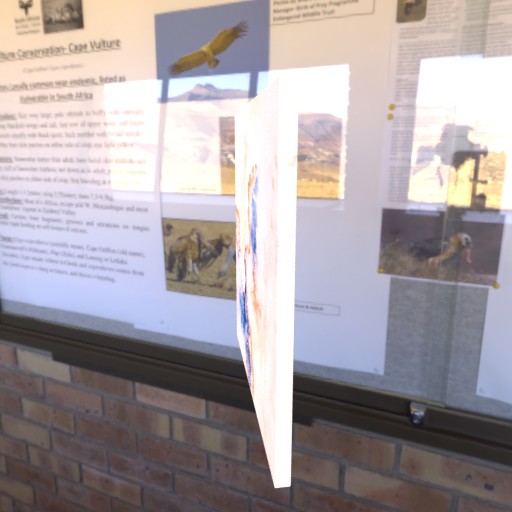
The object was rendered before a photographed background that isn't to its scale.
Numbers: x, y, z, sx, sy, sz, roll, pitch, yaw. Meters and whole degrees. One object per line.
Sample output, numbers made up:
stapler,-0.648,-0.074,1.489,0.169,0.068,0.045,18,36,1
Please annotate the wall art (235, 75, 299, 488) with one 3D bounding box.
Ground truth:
wall art,0.000,0.000,1.347,0.038,0.889,0.889,-2,13,-8
